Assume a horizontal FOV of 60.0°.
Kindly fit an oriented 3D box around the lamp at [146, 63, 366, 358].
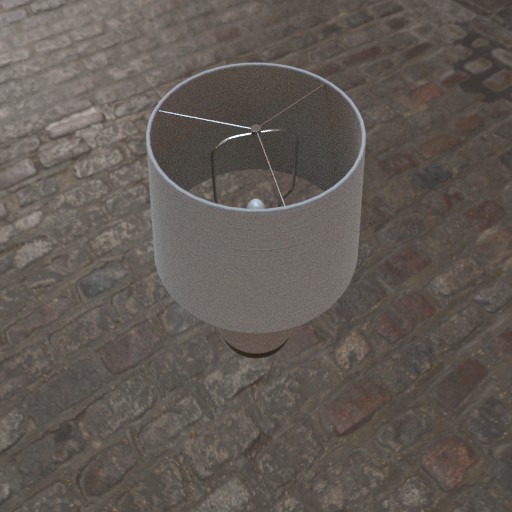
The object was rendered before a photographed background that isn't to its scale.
[{"bbox_3d":[0.000,0.000,0.660,0.285,0.483,0.285,0,56,0],"label":"lamp"}]
